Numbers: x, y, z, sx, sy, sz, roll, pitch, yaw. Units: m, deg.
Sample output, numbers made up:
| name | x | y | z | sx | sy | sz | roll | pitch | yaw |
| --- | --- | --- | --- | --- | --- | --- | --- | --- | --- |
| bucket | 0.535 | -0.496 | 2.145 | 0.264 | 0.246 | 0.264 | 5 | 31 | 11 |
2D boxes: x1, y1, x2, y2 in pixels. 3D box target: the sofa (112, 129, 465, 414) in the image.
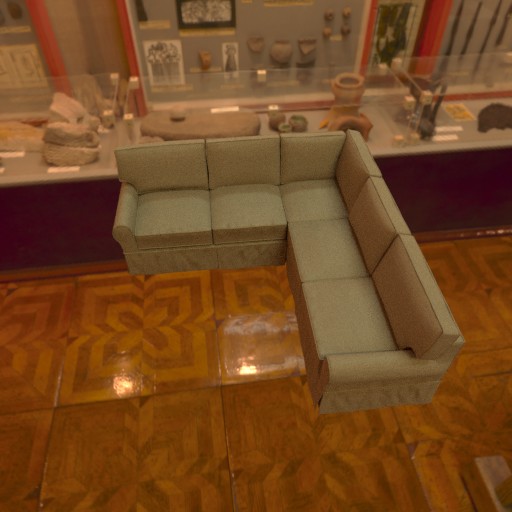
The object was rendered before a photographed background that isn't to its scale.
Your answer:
| name | x | y | z | sx | sy | sz | roll | pitch | yaw |
| --- | --- | --- | --- | --- | --- | --- | --- | --- | --- |
| sofa | 0.000 | 0.000 | 4.007 | 2.618 | 1.081 | 2.623 | -4 | 46 | -4 |
